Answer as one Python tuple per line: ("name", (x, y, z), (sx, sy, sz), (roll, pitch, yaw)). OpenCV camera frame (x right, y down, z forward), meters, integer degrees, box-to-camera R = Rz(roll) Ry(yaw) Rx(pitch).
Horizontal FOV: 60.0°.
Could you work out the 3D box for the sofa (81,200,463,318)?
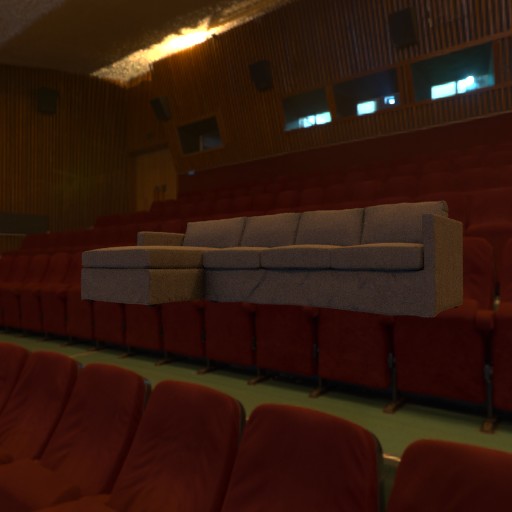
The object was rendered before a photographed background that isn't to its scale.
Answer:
("sofa", (0.000, 0.000, 4.066), (3.205, 0.922, 1.650), (-1, -1, 37))
